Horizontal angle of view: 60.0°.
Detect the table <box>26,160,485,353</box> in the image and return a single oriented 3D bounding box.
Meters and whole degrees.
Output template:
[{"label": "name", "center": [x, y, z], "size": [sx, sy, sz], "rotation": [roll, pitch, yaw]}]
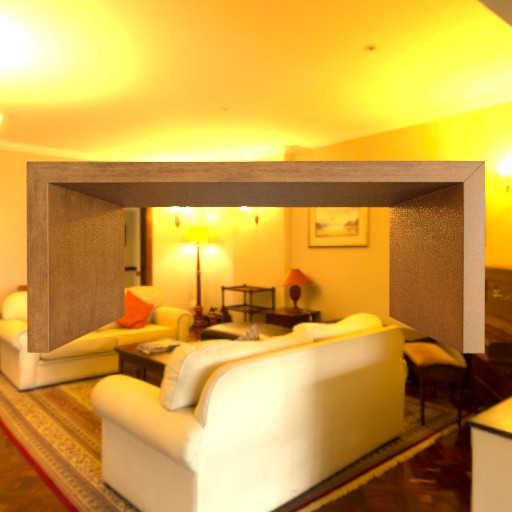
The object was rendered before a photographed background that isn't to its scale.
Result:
[{"label": "table", "center": [0.000, 0.000, 1.240], "size": [1.000, 0.419, 0.549], "rotation": [0, 1, 0]}]
